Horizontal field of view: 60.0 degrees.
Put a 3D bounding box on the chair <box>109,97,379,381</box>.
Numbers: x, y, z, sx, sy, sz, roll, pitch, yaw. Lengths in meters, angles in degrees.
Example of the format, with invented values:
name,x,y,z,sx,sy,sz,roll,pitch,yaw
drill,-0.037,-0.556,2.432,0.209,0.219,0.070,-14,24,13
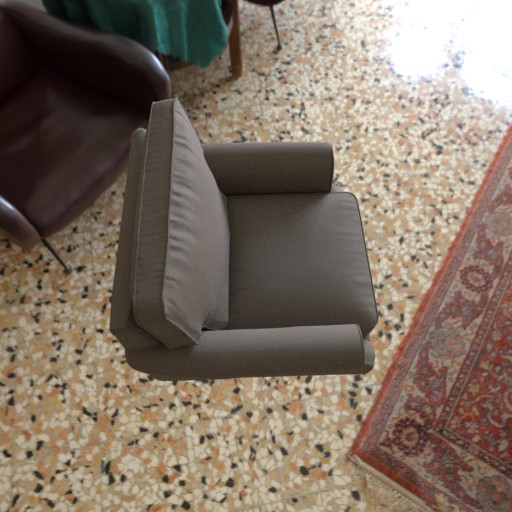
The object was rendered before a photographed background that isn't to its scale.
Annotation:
name,x,y,z,sx,sy,sz,roll,pitch,yaw
chair,0.000,0.000,1.832,0.966,0.967,1.029,-2,62,-1
